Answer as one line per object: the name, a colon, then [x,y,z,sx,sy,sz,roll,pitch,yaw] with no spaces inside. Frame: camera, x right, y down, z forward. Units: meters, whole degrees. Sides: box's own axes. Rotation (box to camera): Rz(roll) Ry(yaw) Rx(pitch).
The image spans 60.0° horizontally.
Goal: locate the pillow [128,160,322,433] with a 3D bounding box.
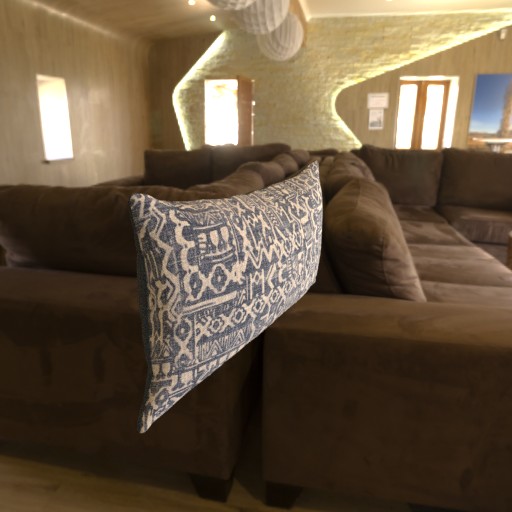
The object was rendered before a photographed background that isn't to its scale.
pillow: [0.000,0.000,0.769,0.148,0.292,0.631,8,17,25]
